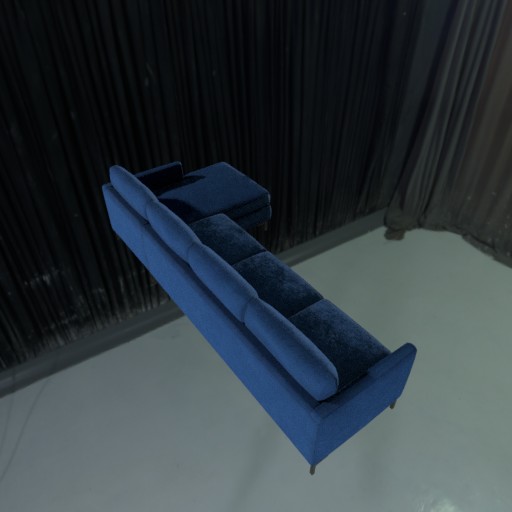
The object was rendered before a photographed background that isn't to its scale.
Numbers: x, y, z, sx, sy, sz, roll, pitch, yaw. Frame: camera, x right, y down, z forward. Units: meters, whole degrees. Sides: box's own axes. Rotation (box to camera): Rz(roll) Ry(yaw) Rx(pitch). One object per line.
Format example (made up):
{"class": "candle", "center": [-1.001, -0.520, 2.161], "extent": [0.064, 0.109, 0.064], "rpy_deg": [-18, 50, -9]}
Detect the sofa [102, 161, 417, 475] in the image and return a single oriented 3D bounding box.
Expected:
{"class": "sofa", "center": [0.000, 0.000, 3.533], "extent": [1.350, 0.810, 2.932], "rpy_deg": [-25, 46, -27]}
